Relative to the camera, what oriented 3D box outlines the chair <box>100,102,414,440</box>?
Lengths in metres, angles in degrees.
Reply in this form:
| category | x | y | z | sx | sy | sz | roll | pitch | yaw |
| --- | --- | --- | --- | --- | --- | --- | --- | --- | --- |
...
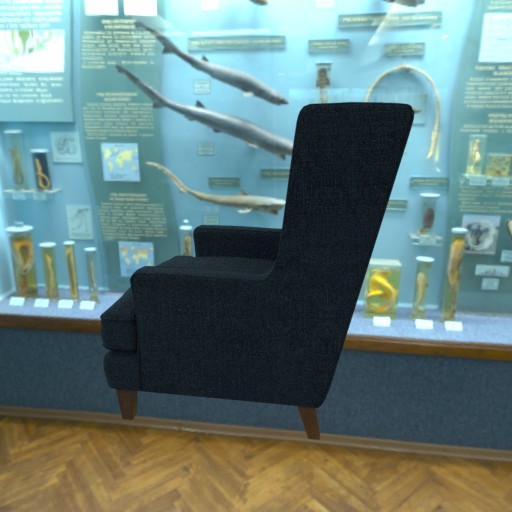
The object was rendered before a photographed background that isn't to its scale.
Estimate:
| category | x | y | z | sx | sy | sz | roll | pitch | yaw |
| --- | --- | --- | --- | --- | --- | --- | --- | --- | --- |
| chair | 0.000 | 0.000 | 1.701 | 0.947 | 1.072 | 0.764 | 3 | 16 | 9 |
